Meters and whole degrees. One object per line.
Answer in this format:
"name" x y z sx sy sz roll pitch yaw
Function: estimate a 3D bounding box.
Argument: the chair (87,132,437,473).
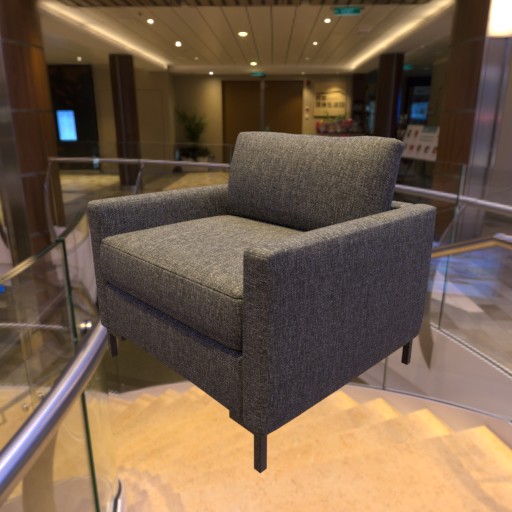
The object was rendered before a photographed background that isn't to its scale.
"chair" 0.000 0.000 1.627 0.866 0.861 0.963 -16 23 -42
